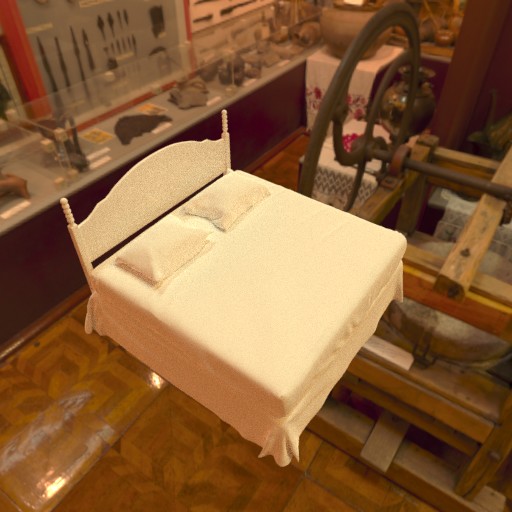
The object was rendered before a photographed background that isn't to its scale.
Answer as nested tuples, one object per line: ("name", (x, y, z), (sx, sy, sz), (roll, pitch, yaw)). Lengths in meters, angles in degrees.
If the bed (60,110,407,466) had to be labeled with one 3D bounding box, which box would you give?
("bed", (0.000, 0.000, 3.790), (2.219, 1.355, 2.322), (26, 49, 26))
